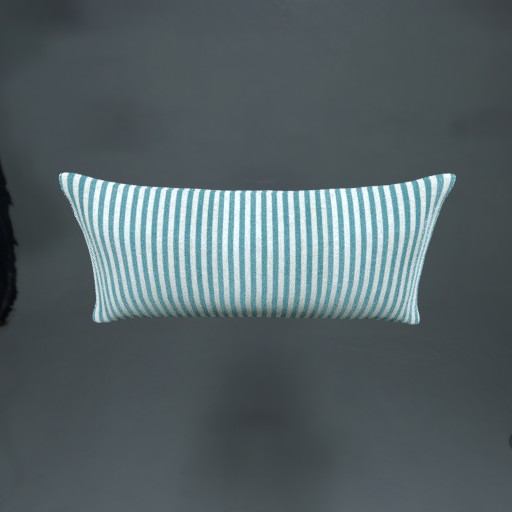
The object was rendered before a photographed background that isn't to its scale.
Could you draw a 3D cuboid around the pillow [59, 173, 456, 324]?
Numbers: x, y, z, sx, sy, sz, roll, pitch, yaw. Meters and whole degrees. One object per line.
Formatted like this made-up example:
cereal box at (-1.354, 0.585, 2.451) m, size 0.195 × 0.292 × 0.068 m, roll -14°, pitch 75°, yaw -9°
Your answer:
pillow at (0.000, 0.000, 0.759) m, size 0.617 × 0.295 × 0.151 m, roll 0°, pitch 30°, yaw 1°
